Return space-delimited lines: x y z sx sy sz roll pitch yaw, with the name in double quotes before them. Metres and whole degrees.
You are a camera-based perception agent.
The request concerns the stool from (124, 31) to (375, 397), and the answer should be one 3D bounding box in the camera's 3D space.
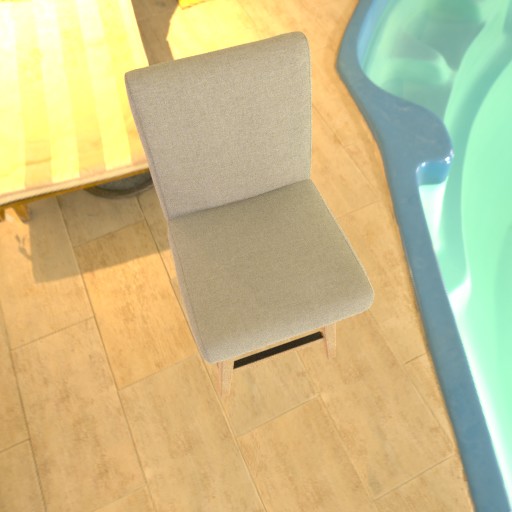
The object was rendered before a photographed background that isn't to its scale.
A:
"stool" 0.000 0.000 1.397 0.507 1.085 0.606 -17 65 -9
